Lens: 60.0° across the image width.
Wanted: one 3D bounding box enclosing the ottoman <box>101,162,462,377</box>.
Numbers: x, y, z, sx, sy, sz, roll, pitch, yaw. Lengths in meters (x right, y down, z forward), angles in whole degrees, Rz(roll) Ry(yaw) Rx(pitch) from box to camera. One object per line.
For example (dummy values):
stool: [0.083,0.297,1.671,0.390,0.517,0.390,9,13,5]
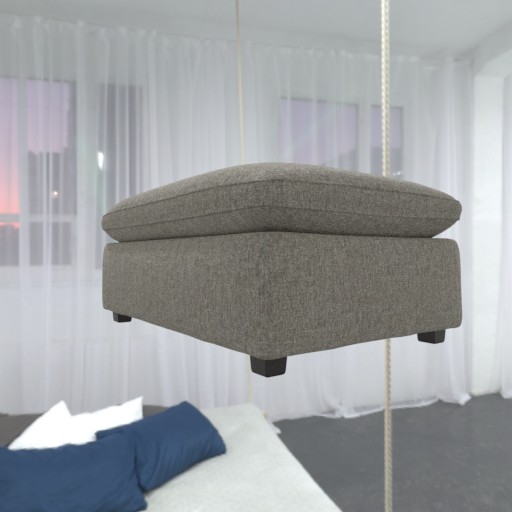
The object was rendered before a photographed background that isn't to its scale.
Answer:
ottoman: [0.000,0.000,1.345,0.694,0.451,0.977,0,0,-36]
